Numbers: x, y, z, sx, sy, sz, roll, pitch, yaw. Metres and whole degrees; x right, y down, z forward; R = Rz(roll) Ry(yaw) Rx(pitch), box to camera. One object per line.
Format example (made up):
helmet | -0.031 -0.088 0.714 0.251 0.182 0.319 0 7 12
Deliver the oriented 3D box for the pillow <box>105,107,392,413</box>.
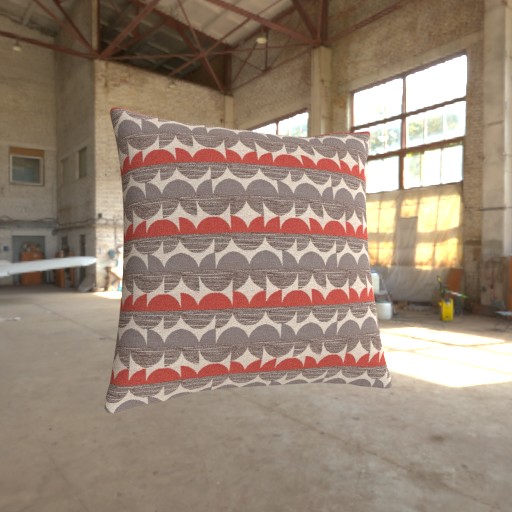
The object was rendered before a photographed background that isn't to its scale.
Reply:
pillow | 0.000 0.000 0.649 0.420 0.410 0.180 0 1 -18
